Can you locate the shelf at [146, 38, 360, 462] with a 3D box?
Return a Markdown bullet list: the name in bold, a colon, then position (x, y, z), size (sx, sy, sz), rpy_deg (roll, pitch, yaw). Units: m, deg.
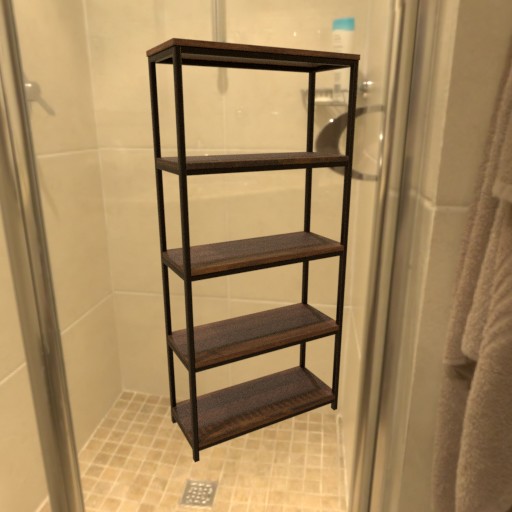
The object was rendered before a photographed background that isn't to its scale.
- **shelf**: position (0.000, 0.000, 2.214), size (0.874, 1.860, 0.359), rpy_deg (-9, 19, -27)
